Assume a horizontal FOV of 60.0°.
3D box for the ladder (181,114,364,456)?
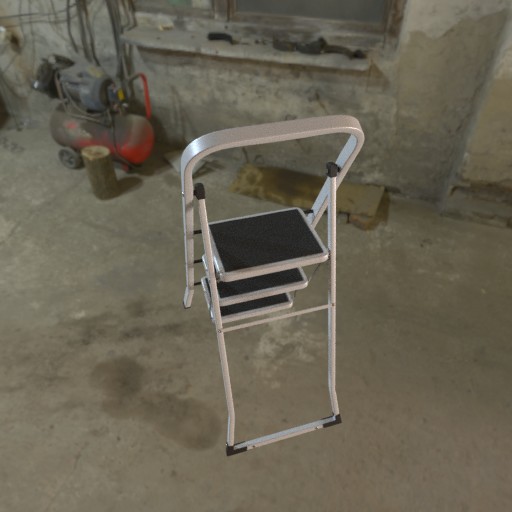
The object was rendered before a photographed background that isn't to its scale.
[{"bbox_3d":[0.000,0.000,1.387,0.460,1.050,0.711,-11,43,-12],"label":"ladder"}]
